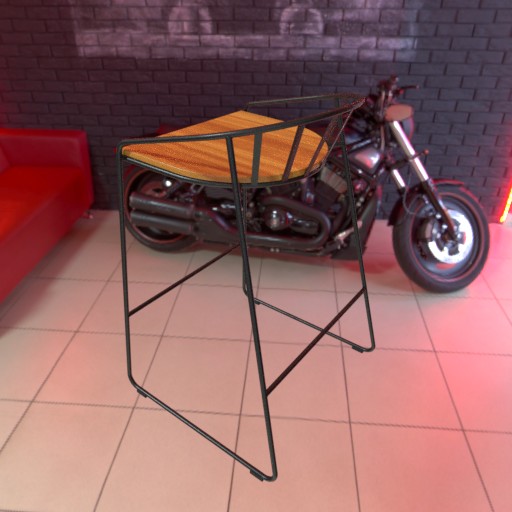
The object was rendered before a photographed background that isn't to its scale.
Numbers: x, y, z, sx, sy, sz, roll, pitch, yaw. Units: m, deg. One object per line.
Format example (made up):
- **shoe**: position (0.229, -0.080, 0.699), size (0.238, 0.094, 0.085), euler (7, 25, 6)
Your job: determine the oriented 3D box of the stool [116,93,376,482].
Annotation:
- **stool**: position (0.000, 0.000, 1.129), size (0.521, 0.812, 0.546), euler (22, 38, 31)
